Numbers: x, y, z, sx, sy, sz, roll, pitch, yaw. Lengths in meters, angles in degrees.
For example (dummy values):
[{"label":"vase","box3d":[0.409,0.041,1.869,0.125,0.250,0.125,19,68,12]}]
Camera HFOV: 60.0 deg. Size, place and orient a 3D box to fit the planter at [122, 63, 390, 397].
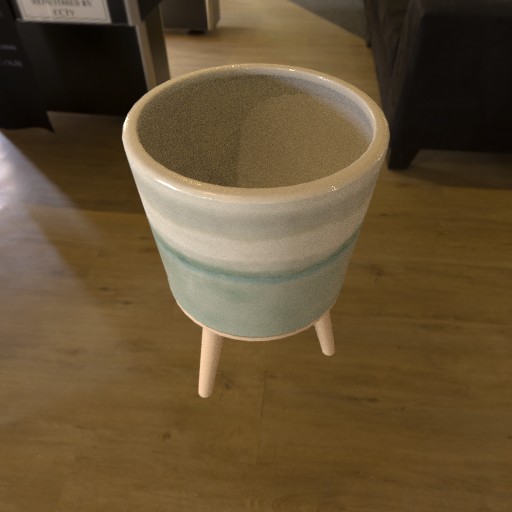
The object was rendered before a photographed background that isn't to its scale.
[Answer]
[{"label":"planter","box3d":[0.000,0.000,0.590,0.265,0.404,0.265,17,48,16]}]
